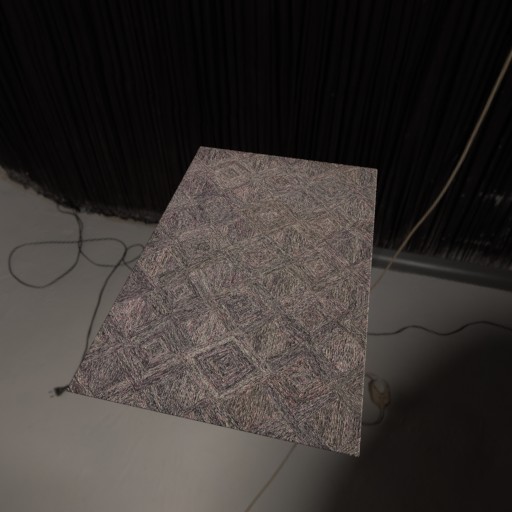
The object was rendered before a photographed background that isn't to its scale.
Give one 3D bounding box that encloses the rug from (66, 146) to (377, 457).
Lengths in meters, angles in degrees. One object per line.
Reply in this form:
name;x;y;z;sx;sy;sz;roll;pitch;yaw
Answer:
rug;0.000;0.000;2.948;1.501;0.017;2.298;9;48;9
